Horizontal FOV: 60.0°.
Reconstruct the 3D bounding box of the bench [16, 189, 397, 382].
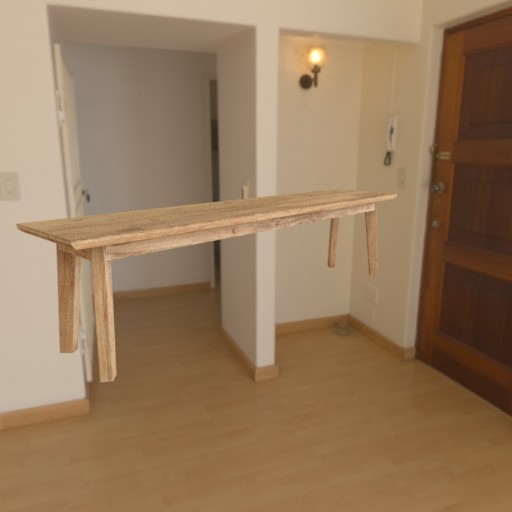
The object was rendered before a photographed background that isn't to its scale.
[{"bbox_3d":[0.000,0.000,1.855,0.378,0.431,1.698,13,18,42],"label":"bench"}]
